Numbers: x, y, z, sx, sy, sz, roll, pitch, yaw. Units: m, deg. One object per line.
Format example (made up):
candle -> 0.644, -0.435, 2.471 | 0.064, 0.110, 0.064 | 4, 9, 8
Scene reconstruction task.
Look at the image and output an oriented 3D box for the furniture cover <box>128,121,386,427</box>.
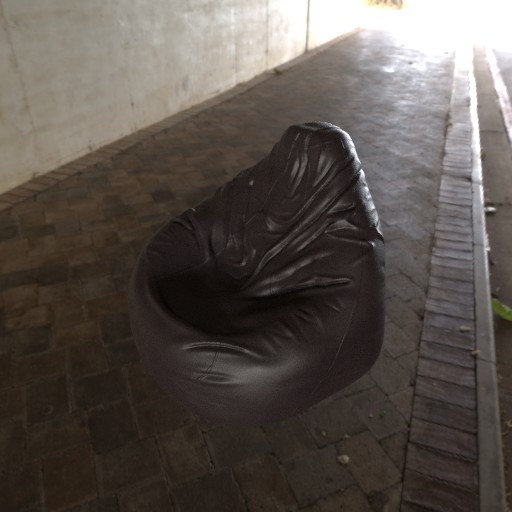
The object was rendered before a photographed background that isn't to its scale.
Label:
furniture cover -> 0.000, 0.000, 1.864 | 1.070, 0.990, 1.070 | -21, 38, -30
